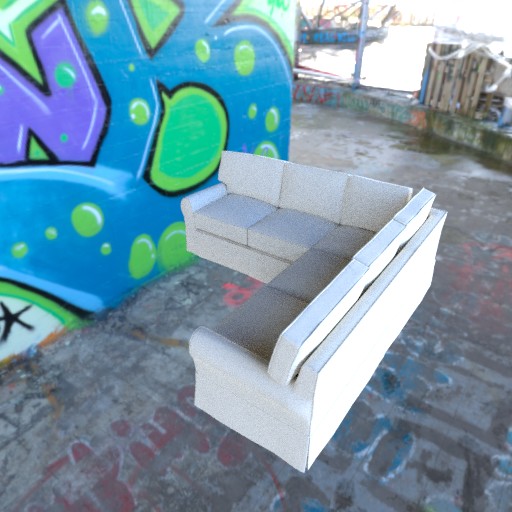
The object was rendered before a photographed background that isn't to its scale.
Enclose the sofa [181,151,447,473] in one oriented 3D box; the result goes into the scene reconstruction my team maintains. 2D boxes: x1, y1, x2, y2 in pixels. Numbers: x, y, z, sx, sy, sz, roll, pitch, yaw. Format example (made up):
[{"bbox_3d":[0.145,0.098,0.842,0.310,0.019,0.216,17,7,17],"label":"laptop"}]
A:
[{"bbox_3d":[0.000,0.000,4.027,2.591,1.070,2.597,20,36,30],"label":"sofa"}]
